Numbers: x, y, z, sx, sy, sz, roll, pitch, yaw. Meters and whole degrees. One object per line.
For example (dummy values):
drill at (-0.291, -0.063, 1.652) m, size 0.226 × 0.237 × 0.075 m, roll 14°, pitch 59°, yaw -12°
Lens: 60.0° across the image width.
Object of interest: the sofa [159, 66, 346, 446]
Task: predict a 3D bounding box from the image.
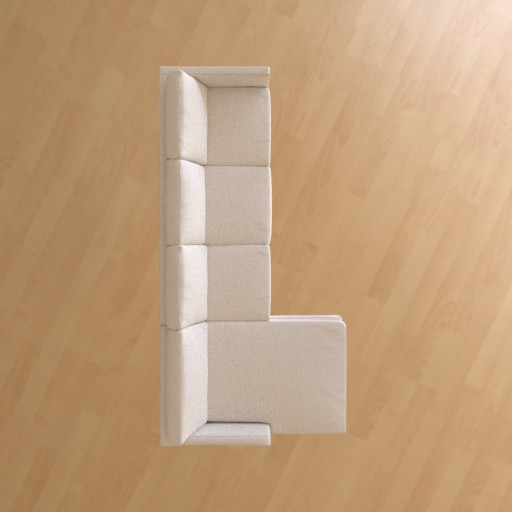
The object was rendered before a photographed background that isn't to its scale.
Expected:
sofa at (0.000, 0.000, 3.937) m, size 1.625 × 0.846 × 3.186 m, roll 0°, pitch 90°, yaw 0°
